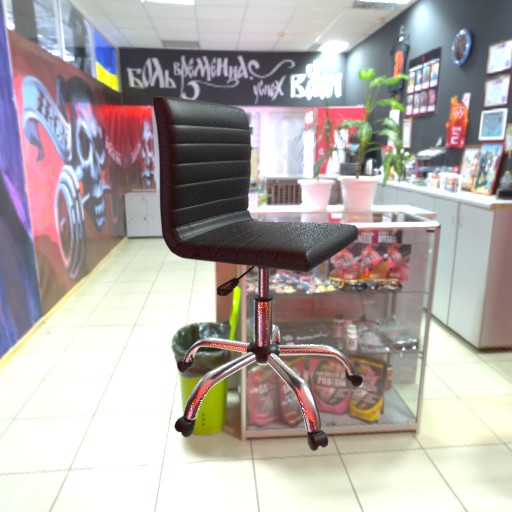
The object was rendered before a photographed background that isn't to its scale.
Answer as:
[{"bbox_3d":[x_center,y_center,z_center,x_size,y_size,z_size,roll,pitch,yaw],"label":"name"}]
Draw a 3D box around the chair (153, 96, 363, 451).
[{"bbox_3d":[0.000,0.000,1.164,0.530,0.780,0.556,7,16,27],"label":"chair"}]
